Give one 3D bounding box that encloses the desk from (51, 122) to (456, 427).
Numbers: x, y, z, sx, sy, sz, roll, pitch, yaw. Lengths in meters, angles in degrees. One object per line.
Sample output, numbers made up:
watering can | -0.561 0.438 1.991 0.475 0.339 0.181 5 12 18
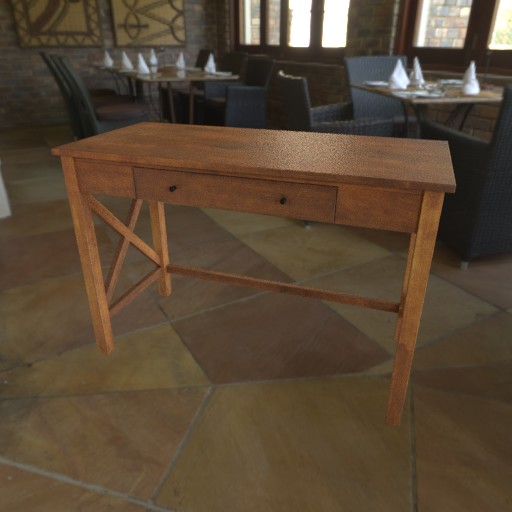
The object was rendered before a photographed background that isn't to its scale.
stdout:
desk | 0.000 0.000 1.531 1.117 0.762 0.508 9 27 17
